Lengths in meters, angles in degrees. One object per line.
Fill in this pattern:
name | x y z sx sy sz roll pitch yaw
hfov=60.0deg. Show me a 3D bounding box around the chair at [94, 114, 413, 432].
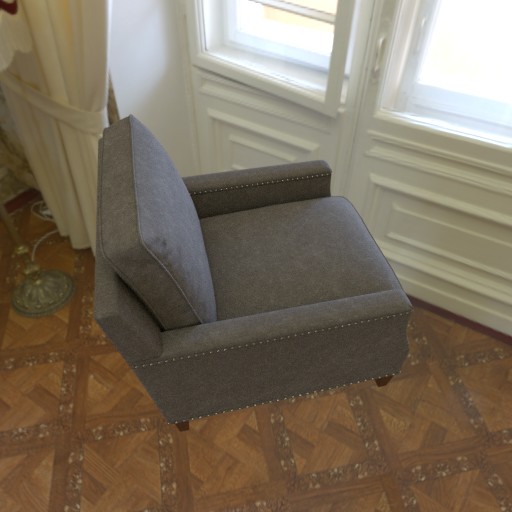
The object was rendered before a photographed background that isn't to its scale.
chair | 0.000 0.000 1.681 1.014 0.948 0.853 -10 47 -9
